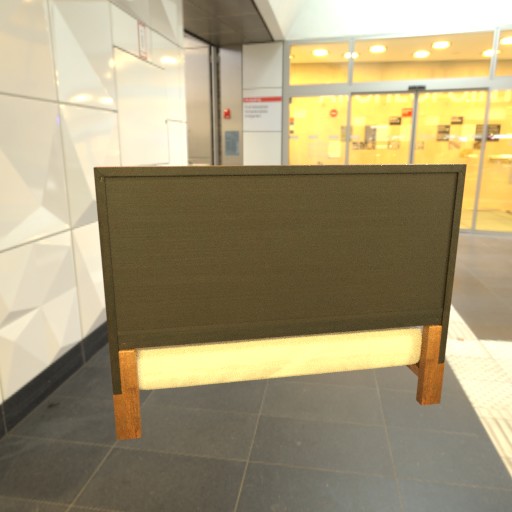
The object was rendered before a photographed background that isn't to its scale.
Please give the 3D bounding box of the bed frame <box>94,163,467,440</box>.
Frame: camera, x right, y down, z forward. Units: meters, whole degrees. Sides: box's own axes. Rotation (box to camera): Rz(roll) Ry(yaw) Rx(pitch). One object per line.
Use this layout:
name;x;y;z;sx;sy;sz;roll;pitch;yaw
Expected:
bed frame;0.000;0.000;3.603;2.038;1.537;2.235;-3;14;-10
